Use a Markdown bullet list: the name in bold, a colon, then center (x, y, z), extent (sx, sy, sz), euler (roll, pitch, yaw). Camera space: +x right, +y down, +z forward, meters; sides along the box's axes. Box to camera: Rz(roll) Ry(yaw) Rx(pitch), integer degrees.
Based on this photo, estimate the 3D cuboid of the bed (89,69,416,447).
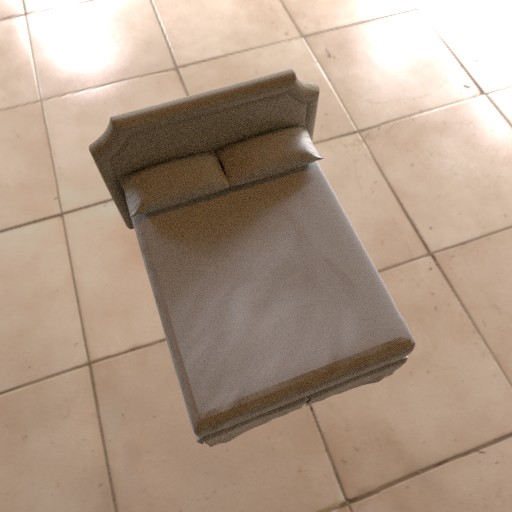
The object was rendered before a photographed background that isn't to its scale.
- **bed**: center (0.000, 0.000, 3.297), extent (1.828, 1.297, 2.164), euler (-18, 65, -9)
